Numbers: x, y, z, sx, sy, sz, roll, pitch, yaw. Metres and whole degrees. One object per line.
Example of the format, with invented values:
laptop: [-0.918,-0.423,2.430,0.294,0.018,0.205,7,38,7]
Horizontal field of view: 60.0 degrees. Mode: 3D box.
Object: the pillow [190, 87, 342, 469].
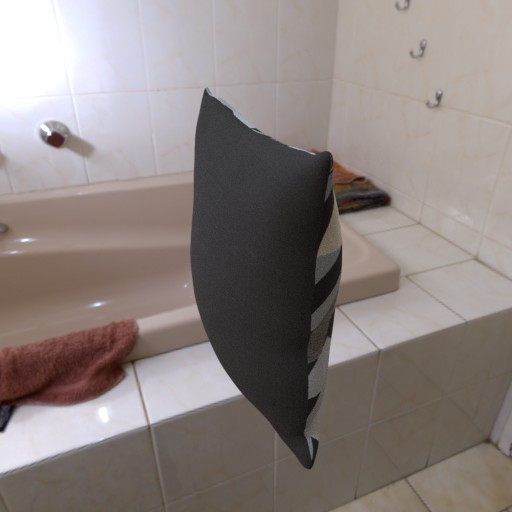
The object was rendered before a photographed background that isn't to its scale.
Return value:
pillow: [0.000,0.000,0.767,0.208,0.496,0.503,-11,31,-18]
